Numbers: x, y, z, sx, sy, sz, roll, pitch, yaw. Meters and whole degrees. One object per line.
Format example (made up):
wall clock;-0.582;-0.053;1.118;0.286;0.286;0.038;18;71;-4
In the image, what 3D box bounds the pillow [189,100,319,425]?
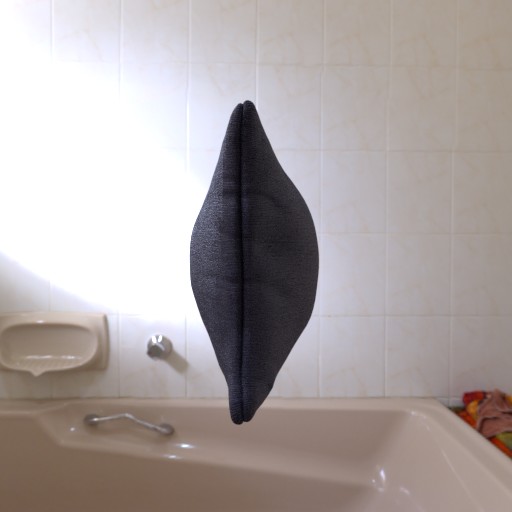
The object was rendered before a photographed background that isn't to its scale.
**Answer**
pillow;0.000;0.000;0.769;0.210;0.338;0.633;0;1;1
